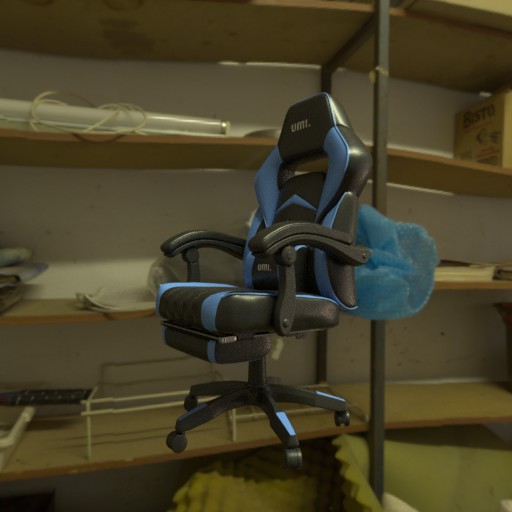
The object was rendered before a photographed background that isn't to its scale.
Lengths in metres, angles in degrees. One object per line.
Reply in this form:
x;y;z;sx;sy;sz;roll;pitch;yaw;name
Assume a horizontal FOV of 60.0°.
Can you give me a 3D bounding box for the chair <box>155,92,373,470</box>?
0.000;0.000;1.645;0.700;1.280;0.700;0;0;-37;chair
